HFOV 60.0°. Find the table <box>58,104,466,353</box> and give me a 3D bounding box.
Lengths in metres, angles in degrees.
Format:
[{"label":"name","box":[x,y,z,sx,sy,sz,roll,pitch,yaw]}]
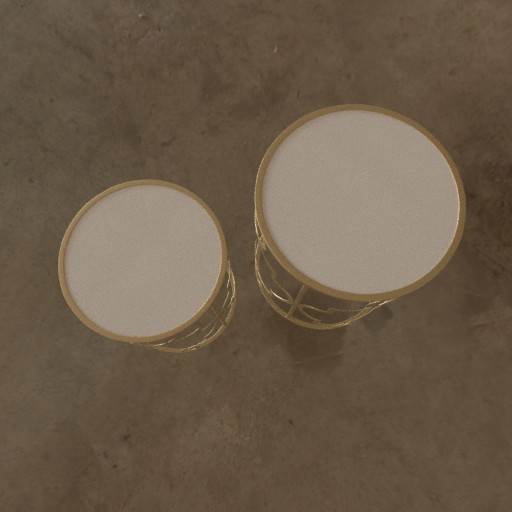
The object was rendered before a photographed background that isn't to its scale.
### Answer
[{"label":"table","box":[0.000,0.000,1.145,0.846,0.564,0.420,-13,76,-3]}]
